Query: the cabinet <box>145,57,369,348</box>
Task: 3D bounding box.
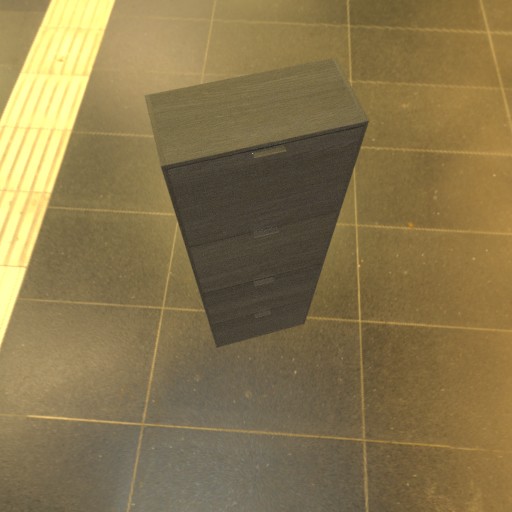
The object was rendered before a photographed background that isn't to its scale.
[{"bbox_3d":[0.000,0.000,1.837,0.520,1.630,0.255,-14,64,-7],"label":"cabinet"}]
